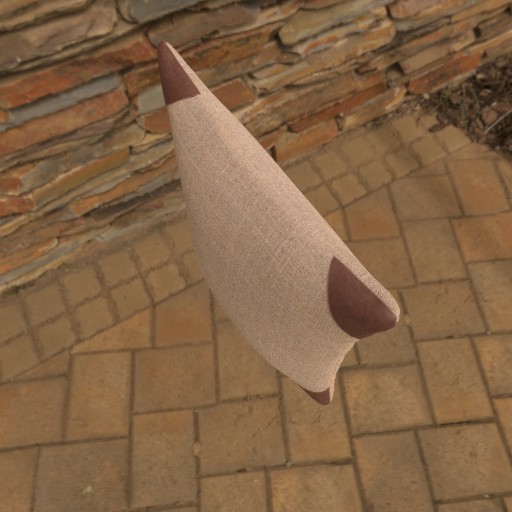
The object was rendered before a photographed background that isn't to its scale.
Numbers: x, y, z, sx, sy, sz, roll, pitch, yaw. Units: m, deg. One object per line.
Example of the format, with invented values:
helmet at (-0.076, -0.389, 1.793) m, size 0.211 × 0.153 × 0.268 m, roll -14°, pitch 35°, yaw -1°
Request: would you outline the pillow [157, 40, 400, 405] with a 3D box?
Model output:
pillow at (0.000, 0.000, 0.656) m, size 0.147 × 0.448 × 0.437 m, roll -32°, pitch 67°, yaw -15°
